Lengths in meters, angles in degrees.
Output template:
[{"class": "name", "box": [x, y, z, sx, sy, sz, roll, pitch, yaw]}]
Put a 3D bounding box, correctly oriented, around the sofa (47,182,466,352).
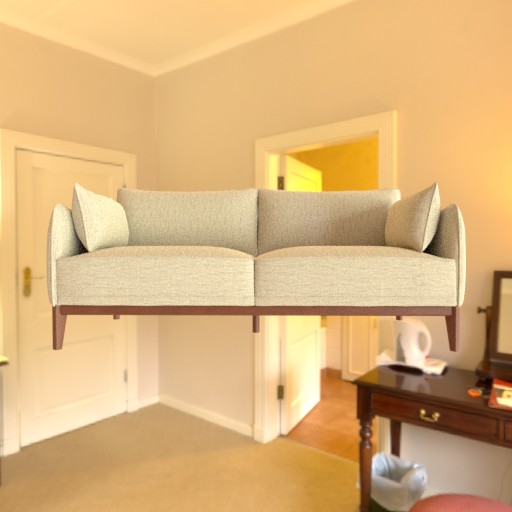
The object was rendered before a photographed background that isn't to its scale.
[{"class": "sofa", "box": [0.000, 0.000, 2.480, 1.989, 0.860, 0.991, 0, 2, 1]}]
